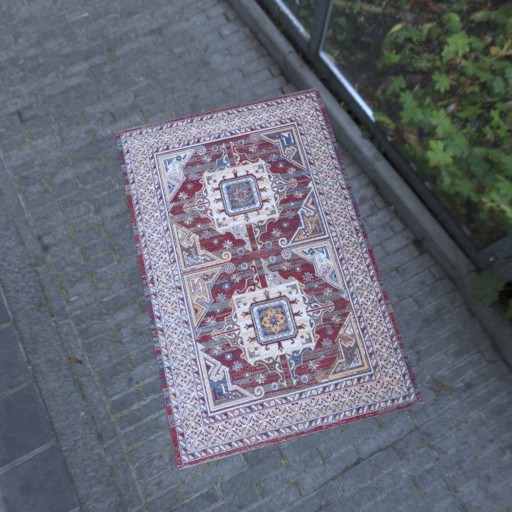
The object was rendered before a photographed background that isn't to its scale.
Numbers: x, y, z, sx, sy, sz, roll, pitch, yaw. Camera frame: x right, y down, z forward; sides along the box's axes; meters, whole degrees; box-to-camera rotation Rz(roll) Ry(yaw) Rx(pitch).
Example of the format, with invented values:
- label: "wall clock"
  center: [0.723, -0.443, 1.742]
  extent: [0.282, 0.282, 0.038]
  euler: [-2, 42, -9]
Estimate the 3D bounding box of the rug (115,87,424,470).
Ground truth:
- label: "rug"
  center: [0.000, 0.000, 5.849]
  extent: [3.033, 0.033, 4.578]
  euler: [-14, 75, -4]
